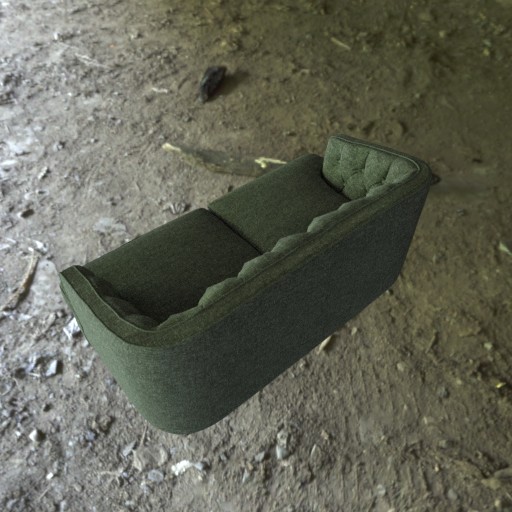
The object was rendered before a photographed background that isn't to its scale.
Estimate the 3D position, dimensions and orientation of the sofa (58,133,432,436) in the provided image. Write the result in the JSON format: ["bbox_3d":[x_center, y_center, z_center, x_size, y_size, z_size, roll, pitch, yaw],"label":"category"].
[{"bbox_3d":[0.000,0.000,2.266,1.733,0.855,0.941,-31,53,-27],"label":"sofa"}]
